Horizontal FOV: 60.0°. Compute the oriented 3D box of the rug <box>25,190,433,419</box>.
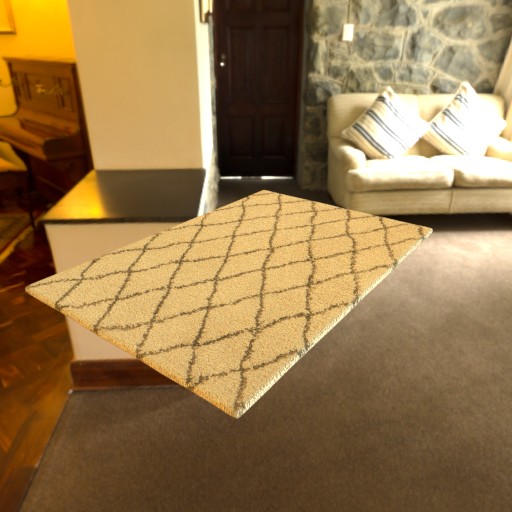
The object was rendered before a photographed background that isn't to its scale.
[{"bbox_3d":[0.000,0.000,2.257,1.219,0.030,1.778,18,31,33],"label":"rug"}]
